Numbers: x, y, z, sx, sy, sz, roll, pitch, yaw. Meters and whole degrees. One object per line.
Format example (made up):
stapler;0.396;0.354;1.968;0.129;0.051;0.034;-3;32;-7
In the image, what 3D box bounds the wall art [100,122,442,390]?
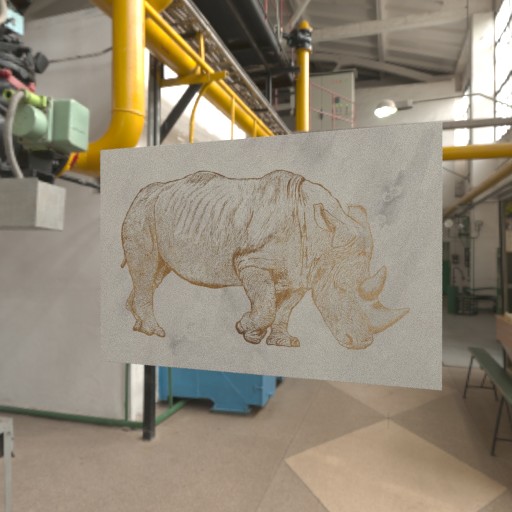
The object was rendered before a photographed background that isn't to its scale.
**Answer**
wall art;0.000;0.000;0.494;0.381;0.254;0.038;0;0;18
